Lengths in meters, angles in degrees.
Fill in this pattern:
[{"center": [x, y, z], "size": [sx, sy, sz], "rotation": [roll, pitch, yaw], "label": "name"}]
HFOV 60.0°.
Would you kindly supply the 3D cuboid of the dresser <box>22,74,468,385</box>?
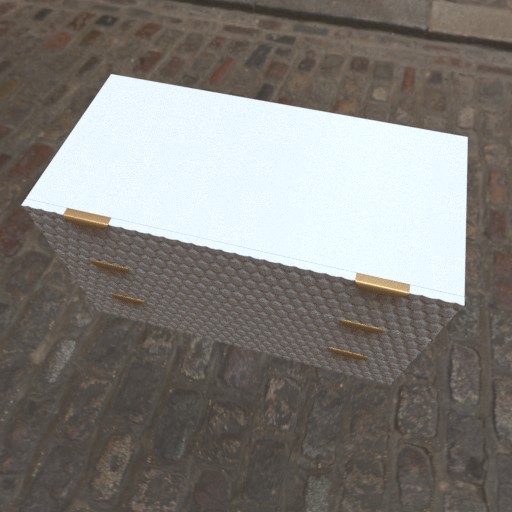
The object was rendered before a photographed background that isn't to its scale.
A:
[{"center": [0.000, 0.000, 1.290], "size": [0.905, 0.721, 0.457], "rotation": [13, 59, 8], "label": "dresser"}]
